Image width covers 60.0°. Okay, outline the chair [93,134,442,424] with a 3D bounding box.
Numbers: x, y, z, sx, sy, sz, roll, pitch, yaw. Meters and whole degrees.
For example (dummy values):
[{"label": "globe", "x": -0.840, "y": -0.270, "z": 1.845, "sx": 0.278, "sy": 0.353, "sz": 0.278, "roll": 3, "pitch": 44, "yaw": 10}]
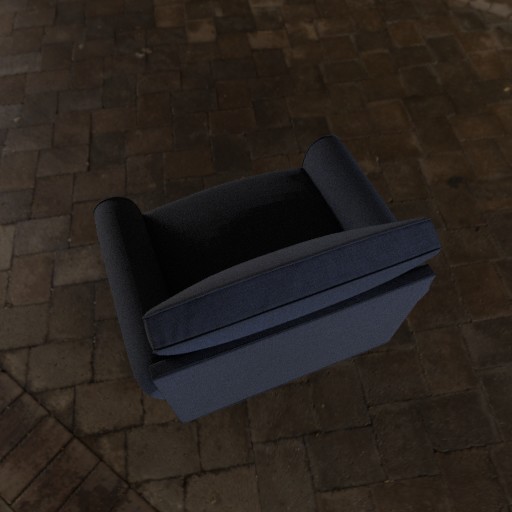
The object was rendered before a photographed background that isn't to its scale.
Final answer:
[{"label": "chair", "x": 0.000, "y": 0.000, "z": 2.033, "sx": 1.285, "sy": 1.044, "sz": 0.963, "roll": -19, "pitch": 61, "yaw": -11}]
